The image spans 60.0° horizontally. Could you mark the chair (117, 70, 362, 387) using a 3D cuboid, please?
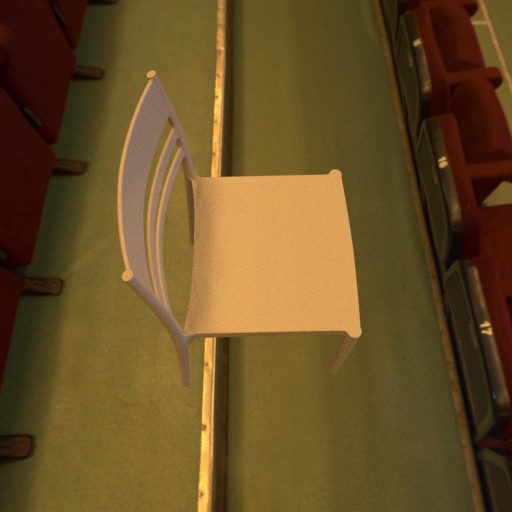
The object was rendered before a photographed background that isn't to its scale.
[{"bbox_3d":[0.000,0.000,1.169,0.511,0.800,0.531,-1,64,0],"label":"chair"}]
